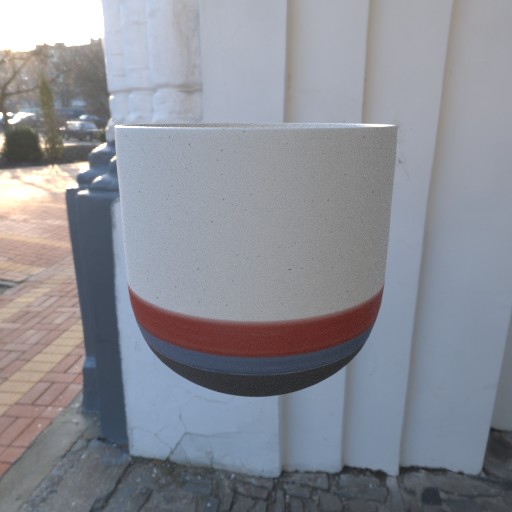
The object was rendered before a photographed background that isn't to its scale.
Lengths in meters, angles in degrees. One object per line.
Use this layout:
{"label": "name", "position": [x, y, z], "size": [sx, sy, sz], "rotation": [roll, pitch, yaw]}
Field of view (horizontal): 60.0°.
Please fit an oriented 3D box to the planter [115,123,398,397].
{"label": "planter", "position": [0.000, 0.000, 0.475], "size": [0.268, 0.270, 0.268], "rotation": [0, 17, 0]}
